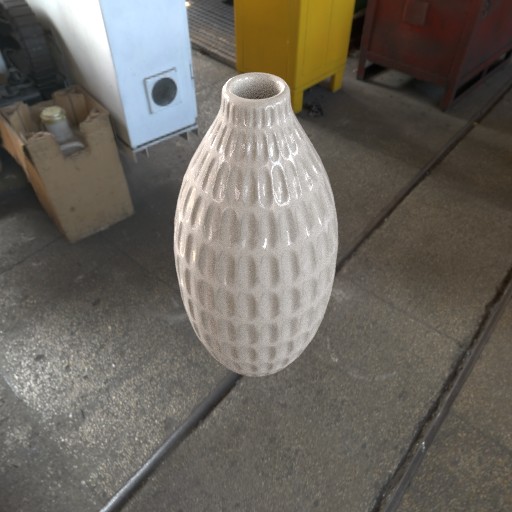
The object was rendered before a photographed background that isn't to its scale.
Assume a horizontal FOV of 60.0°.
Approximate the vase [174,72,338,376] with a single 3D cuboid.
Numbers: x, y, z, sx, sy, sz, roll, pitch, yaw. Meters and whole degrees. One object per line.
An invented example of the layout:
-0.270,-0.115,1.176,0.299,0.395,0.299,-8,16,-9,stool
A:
0.000,0.000,0.353,0.127,0.282,0.127,0,47,0,vase
